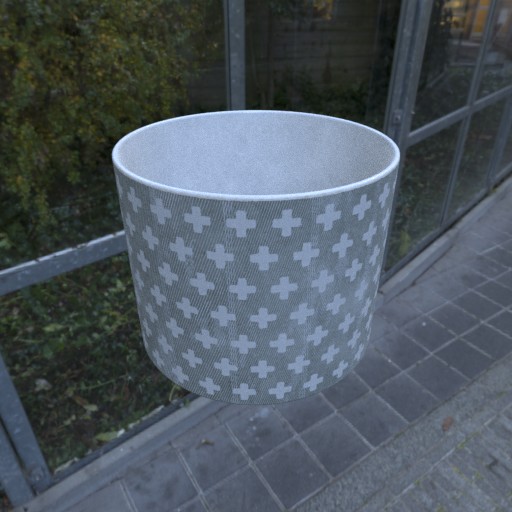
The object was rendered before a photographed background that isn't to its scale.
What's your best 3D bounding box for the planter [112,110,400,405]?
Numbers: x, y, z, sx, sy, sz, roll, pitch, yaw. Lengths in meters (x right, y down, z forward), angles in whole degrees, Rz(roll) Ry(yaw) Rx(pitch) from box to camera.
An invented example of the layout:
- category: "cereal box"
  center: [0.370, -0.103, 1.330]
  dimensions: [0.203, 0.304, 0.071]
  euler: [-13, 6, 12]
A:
- category: "planter"
  center: [0.000, 0.000, 0.459]
  dimensions: [0.250, 0.239, 0.250]
  euler: [0, 31, 0]
